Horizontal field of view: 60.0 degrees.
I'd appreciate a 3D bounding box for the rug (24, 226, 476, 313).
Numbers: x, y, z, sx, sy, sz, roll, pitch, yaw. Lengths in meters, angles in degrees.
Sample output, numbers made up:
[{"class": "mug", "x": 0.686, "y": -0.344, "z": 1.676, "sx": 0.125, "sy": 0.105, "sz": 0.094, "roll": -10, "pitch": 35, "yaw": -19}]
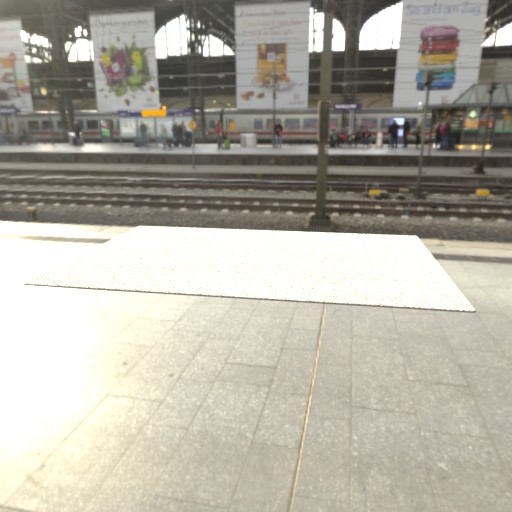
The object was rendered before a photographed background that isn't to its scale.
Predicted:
[{"class": "rug", "x": 0.000, "y": 0.000, "z": 2.273, "sx": 1.783, "sy": 0.008, "sz": 1.175, "roll": 3, "pitch": 16, "yaw": 9}]
